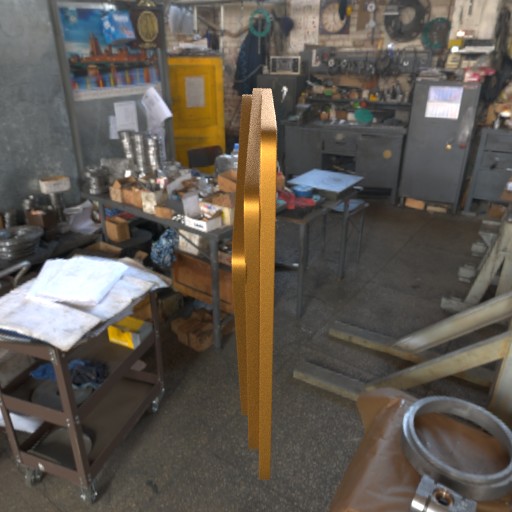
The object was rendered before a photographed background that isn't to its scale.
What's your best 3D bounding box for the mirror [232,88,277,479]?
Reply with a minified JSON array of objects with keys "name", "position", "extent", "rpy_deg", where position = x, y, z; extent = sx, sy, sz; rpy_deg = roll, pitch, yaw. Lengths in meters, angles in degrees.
[{"name":"mirror","position":[0.000,0.000,0.695],"extent":[0.045,0.468,0.470],"rpy_deg":[0,25,1]}]
